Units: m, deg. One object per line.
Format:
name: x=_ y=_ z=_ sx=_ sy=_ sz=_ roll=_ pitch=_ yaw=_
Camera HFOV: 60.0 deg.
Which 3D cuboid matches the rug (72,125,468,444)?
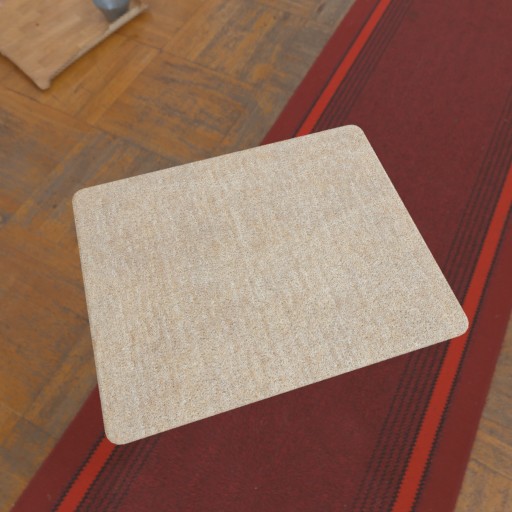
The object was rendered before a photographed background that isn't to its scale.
rug: x=0.000 y=0.000 z=3.334 sx=2.528 sy=0.048 sz=2.009 roll=-15 pitch=63 yaw=-8
